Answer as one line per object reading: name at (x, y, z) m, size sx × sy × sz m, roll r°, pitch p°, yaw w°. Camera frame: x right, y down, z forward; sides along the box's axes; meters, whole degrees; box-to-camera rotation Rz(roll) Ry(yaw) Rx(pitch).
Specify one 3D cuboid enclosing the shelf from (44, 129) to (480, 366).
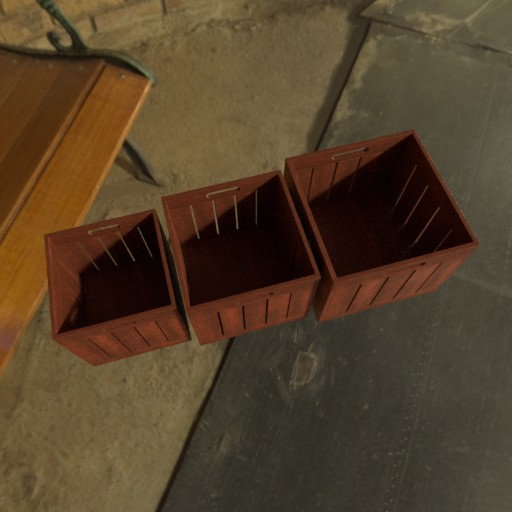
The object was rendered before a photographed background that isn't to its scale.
shelf at (0.000, 0.000, 1.276) m, size 1.064 × 0.311 × 0.393 m, roll -14°, pitch 65°, yaw -7°
